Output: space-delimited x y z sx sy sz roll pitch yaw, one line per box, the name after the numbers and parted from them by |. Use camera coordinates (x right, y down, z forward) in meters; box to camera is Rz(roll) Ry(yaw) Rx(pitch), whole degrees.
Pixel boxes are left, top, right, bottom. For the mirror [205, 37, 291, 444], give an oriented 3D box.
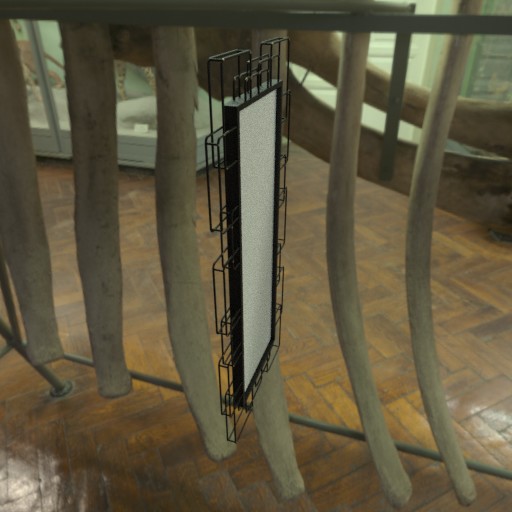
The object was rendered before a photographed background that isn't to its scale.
0.000 0.000 1.383 0.037 1.192 0.565 10 32 17 | mirror
